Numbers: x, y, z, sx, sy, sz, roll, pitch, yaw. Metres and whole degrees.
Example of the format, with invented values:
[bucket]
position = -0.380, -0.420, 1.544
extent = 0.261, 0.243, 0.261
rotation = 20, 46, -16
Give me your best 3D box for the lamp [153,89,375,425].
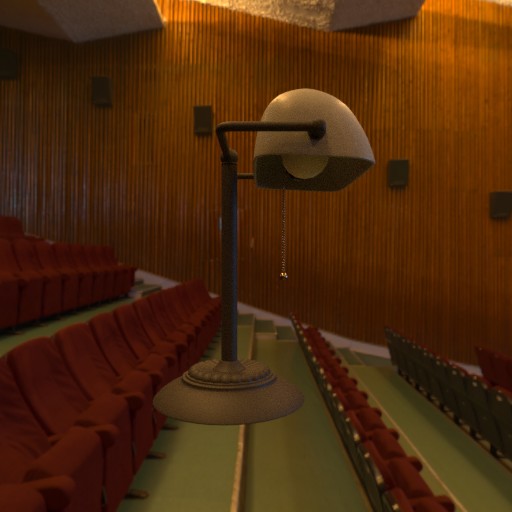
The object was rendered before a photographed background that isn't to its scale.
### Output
[lamp]
position = 0.000, 0.000, 0.532
extent = 0.243, 0.339, 0.264
rotation = 0, 0, 0
